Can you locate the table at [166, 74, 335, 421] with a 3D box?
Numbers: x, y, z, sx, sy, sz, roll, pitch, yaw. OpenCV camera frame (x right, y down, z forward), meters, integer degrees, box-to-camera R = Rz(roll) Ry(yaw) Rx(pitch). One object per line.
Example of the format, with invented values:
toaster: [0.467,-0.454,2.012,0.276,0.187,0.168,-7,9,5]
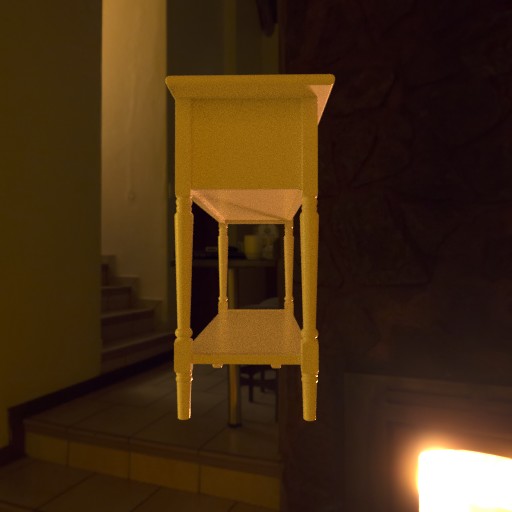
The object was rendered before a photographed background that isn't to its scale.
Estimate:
table: [0.000,0.000,1.597,0.386,0.814,1.191,0,-1,1]
